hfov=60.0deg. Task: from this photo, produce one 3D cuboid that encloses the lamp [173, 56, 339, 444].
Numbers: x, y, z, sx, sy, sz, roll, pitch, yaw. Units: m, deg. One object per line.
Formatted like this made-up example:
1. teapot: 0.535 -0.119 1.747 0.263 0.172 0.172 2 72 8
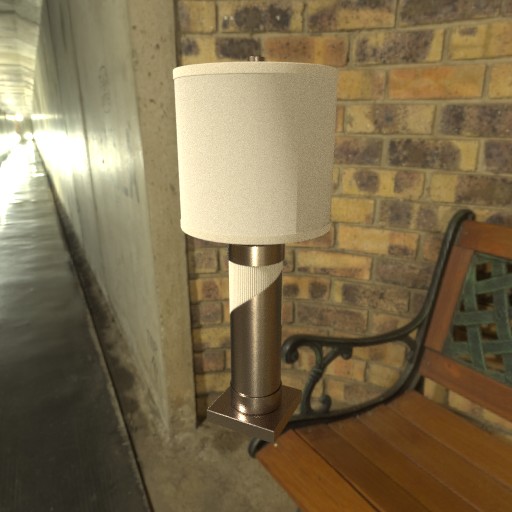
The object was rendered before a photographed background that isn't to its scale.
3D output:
1. lamp: 0.000 0.000 0.619 0.202 0.509 0.202 8 19 25
